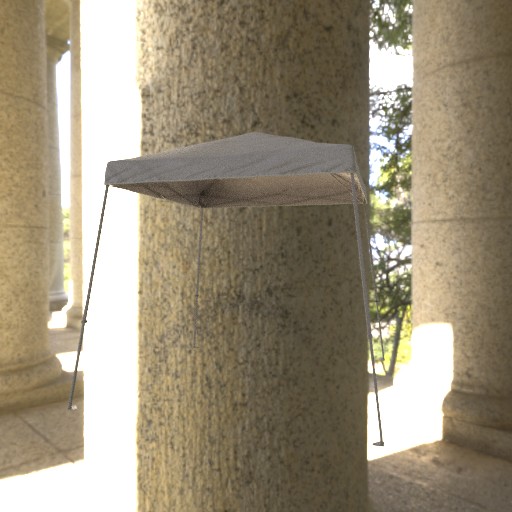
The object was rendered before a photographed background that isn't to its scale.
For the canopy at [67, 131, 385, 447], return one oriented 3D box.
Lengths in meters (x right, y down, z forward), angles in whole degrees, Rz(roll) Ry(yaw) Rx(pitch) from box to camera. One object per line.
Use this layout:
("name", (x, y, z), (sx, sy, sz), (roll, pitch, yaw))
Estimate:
("canopy", (0.000, 0.000, 6.436), (3.600, 3.600, 3.599), (0, 1, 16))
